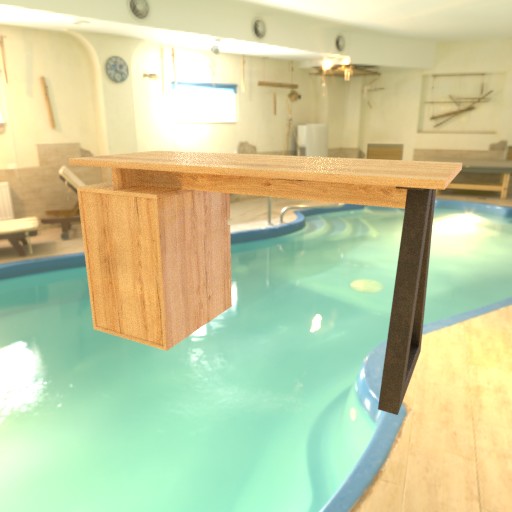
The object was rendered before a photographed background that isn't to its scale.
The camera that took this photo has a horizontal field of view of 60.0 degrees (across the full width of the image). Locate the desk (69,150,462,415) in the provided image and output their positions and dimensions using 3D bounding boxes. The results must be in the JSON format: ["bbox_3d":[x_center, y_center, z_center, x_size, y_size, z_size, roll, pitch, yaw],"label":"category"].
[{"bbox_3d":[0.000,0.000,1.799,1.400,0.760,0.550,9,19,27],"label":"desk"}]
